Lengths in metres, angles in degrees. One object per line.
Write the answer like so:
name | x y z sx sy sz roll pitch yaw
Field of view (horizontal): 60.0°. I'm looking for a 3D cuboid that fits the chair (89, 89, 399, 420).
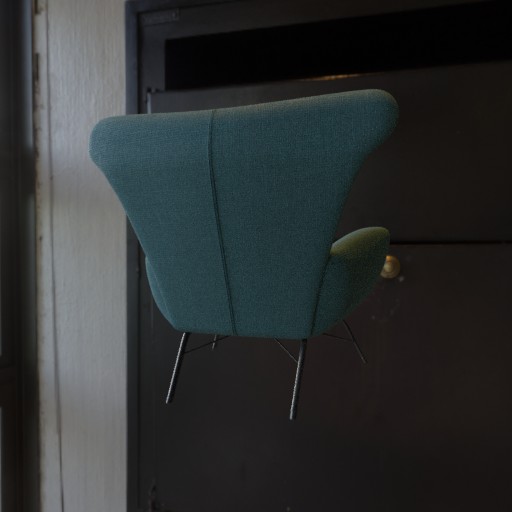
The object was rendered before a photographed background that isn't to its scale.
chair | 0.000 0.000 1.713 1.050 0.980 0.900 0 1 18
